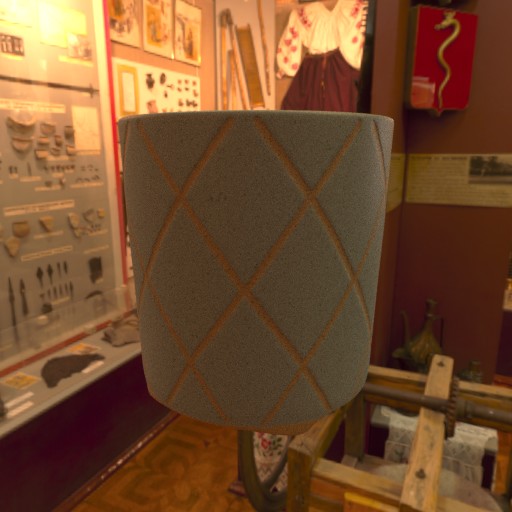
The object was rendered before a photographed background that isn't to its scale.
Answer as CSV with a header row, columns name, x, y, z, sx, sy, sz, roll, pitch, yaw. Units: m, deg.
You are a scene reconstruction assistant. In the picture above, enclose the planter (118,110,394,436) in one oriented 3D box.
name,x,y,z,sx,sy,sz,roll,pitch,yaw
planter,0.000,0.000,0.342,0.191,0.200,0.191,0,14,0
